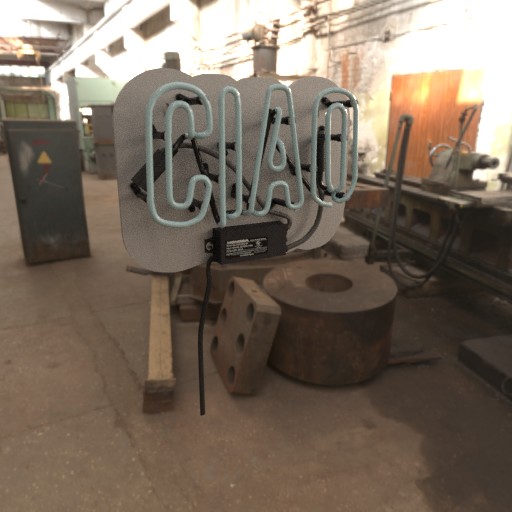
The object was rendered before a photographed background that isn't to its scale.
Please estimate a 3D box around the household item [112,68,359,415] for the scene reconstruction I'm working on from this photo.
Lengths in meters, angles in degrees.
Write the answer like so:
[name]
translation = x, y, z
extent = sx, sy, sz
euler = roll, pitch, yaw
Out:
[household item]
translation = 0.000, 0.000, 0.378
extent = 0.211, 0.294, 0.042
euler = -8, 19, -26
